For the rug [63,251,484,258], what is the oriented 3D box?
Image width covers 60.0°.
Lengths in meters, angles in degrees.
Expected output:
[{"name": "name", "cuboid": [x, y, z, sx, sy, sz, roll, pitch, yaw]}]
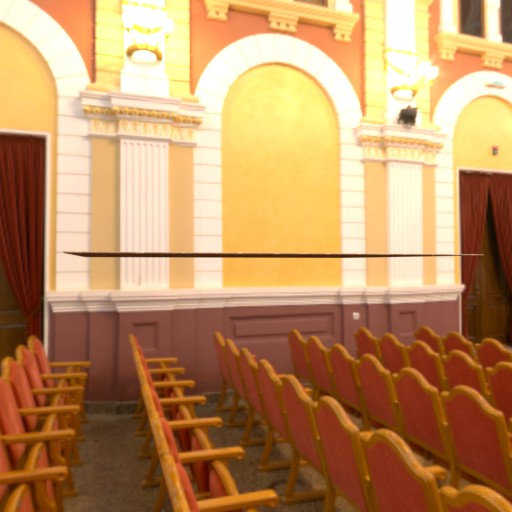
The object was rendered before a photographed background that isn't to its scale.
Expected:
[{"name": "rug", "cuboid": [0.000, 0.000, 4.459, 3.353, 0.010, 2.438, 0, -1, -18]}]
